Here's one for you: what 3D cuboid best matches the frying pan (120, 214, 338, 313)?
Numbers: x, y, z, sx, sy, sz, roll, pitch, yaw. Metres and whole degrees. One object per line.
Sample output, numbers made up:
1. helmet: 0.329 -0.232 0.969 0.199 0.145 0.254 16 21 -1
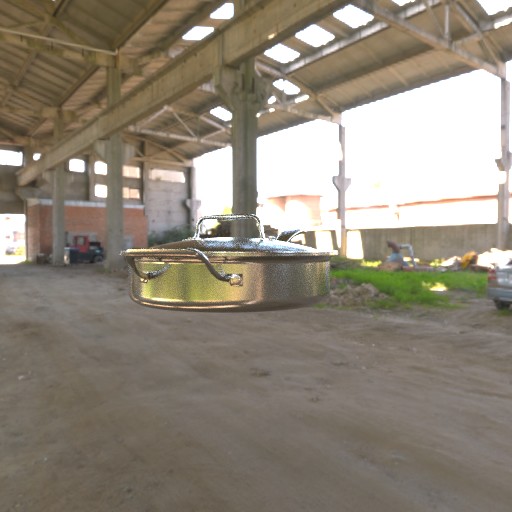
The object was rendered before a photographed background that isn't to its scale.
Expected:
1. frying pan: 0.000 0.000 0.681 0.280 0.114 0.561 0 1 19
